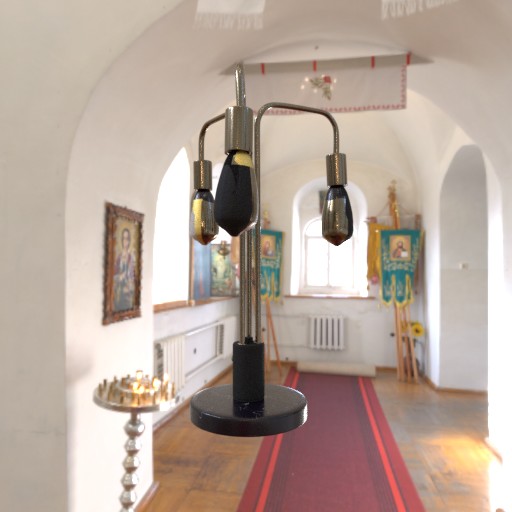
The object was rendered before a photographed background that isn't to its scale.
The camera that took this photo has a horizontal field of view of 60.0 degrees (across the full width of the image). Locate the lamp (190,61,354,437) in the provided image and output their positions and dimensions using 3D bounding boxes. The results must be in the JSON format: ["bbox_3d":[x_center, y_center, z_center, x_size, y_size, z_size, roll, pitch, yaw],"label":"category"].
[{"bbox_3d":[0.000,0.000,0.816,0.355,0.560,0.368,1,-1,-36],"label":"lamp"}]
